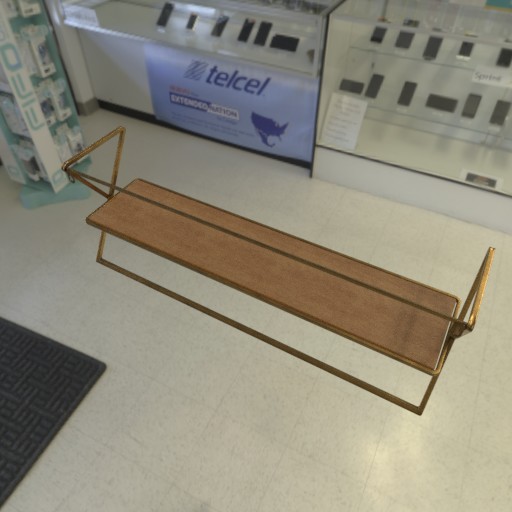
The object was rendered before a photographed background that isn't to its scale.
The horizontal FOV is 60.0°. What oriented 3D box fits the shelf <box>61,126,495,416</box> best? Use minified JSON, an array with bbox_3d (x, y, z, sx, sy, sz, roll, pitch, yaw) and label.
[{"bbox_3d":[0.000,0.000,0.733,0.645,0.229,0.150,22,49,20],"label":"shelf"}]
